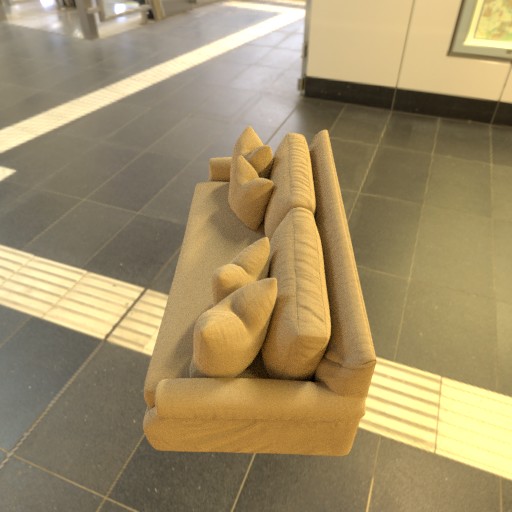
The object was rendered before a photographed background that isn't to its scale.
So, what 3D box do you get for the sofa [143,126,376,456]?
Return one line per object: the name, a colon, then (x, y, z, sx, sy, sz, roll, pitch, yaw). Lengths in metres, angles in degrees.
sofa: (0.000, 0.000, 2.827, 1.067, 0.904, 2.285, 1, 40, 1)
